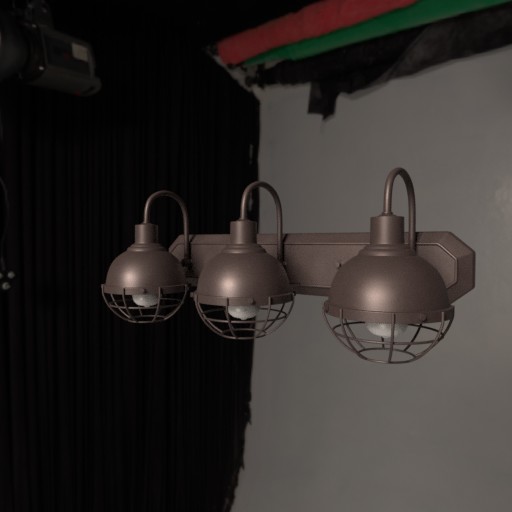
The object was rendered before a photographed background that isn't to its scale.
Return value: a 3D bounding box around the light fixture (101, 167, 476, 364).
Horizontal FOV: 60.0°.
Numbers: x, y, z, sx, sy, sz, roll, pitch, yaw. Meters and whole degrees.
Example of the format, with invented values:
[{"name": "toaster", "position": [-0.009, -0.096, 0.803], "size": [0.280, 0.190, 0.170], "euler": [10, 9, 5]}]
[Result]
[{"name": "light fixture", "position": [0.000, 0.000, 0.747], "size": [0.634, 0.254, 0.229], "euler": [1, 2, 36]}]
